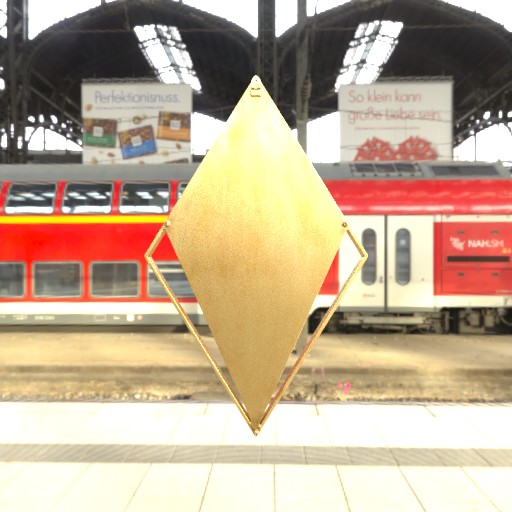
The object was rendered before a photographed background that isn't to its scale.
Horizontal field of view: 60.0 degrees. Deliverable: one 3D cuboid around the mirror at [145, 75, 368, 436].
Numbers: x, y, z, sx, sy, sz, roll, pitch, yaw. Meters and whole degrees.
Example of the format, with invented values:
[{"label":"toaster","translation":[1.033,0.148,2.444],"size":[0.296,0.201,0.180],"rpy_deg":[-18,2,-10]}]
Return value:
[{"label":"mirror","translation":[0.000,0.000,0.843],"size":[0.419,0.679,0.032],"rpy_deg":[0,0,0]}]
